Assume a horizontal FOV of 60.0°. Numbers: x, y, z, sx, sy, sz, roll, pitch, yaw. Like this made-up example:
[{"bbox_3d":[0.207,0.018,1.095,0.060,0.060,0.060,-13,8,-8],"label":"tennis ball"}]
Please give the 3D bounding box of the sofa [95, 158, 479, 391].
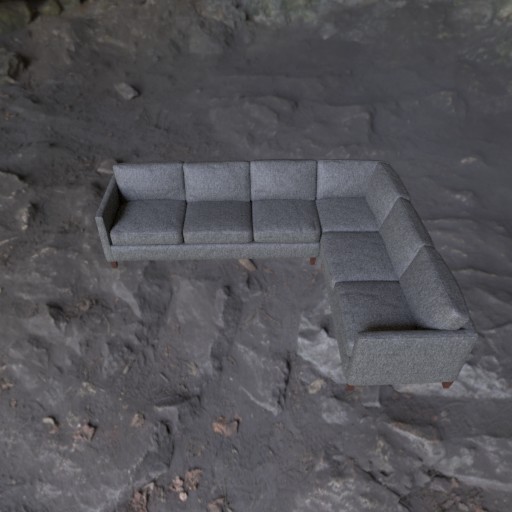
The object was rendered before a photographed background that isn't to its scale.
[{"bbox_3d":[0.000,0.000,4.387,3.302,0.947,2.593,-1,41,-1],"label":"sofa"}]
